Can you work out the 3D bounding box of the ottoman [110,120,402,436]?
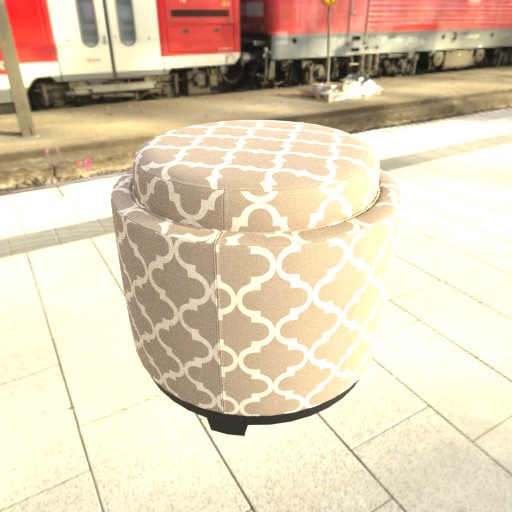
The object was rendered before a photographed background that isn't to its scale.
[{"bbox_3d":[0.000,0.000,0.815,0.480,0.429,0.480,0,29,0],"label":"ottoman"}]
